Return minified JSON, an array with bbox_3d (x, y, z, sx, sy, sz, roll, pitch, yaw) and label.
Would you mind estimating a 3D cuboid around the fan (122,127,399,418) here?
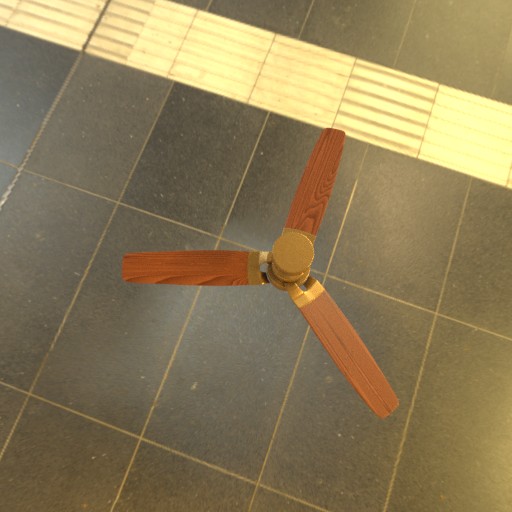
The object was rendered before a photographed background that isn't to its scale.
[{"bbox_3d":[0.000,0.000,2.028,1.271,0.425,1.416,0,76,0],"label":"fan"}]
